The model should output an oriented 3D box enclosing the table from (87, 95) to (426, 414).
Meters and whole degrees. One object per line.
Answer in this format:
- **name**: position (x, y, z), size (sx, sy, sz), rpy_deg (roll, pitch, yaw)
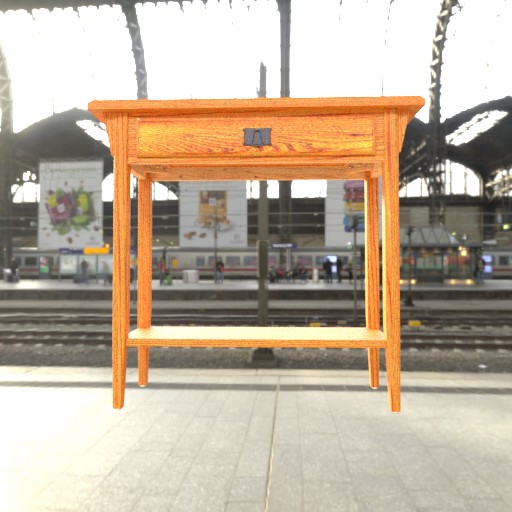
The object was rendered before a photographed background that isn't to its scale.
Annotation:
- **table**: position (0.000, 0.000, 1.115), size (0.762, 0.711, 0.254), rpy_deg (0, -1, 2)
